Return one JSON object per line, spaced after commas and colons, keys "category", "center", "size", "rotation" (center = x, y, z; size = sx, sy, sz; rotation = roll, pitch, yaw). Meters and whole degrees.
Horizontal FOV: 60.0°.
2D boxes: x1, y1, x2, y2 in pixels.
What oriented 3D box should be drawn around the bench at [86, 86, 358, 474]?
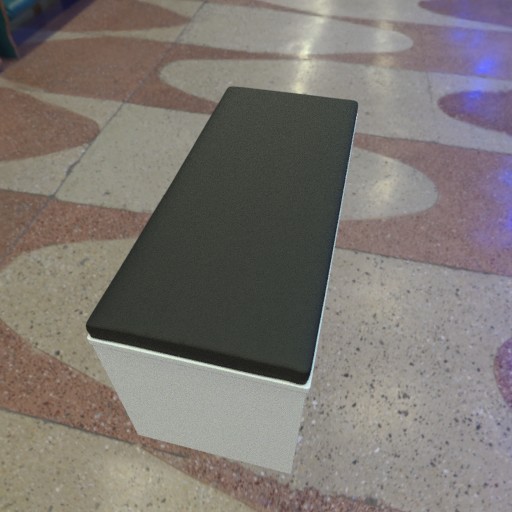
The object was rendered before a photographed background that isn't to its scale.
{"category": "bench", "center": [0.000, 0.000, 1.200], "size": [0.401, 0.500, 0.899], "rotation": [10, 48, 9]}
